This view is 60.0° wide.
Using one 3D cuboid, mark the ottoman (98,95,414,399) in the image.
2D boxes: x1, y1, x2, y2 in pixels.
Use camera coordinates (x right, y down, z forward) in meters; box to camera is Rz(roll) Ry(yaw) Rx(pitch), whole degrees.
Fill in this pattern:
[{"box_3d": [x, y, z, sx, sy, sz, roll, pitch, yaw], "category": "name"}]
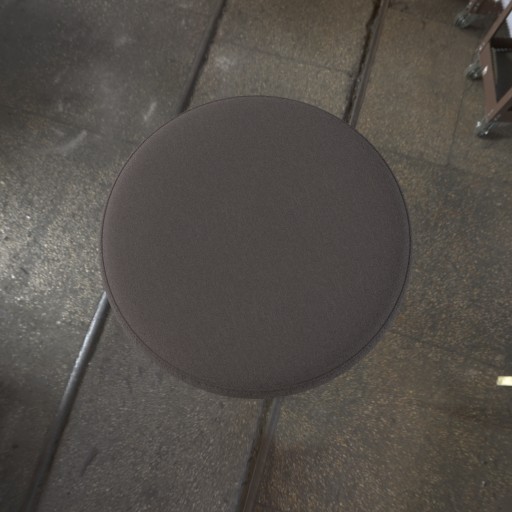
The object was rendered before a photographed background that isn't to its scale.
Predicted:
[{"box_3d": [0.000, 0.000, 1.006, 0.608, 0.433, 0.608, 0, 74, 0], "category": "ottoman"}]
